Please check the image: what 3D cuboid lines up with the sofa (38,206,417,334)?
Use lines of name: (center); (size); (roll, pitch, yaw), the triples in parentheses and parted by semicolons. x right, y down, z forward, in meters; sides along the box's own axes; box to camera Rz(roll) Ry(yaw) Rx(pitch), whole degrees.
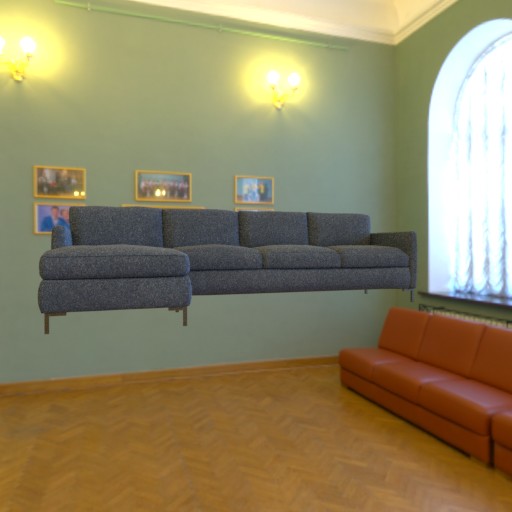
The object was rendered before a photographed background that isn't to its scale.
sofa: (0.000, 0.000, 3.450); (2.932, 0.810, 1.350); (0, 1, -20)
